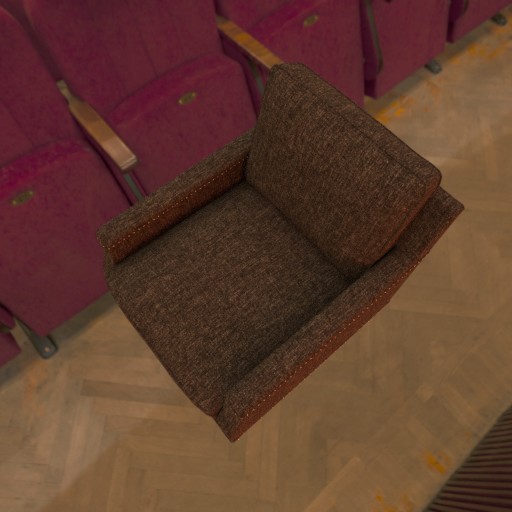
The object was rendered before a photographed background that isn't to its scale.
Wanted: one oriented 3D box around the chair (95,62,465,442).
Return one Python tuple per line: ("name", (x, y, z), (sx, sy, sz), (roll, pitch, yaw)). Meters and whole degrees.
("chair", (0.000, 0.000, 1.670), (1.014, 0.943, 0.853), (-37, 69, -17))
